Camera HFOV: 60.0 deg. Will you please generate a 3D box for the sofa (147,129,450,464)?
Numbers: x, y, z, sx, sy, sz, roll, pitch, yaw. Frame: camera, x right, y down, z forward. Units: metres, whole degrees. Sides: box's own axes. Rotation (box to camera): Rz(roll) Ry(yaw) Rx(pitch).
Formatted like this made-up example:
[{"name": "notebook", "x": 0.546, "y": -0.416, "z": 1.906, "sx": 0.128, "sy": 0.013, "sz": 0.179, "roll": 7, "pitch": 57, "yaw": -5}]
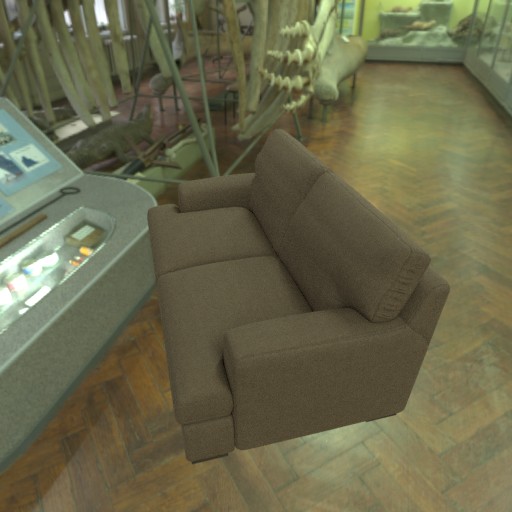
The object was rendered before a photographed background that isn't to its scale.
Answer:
[{"name": "sofa", "x": 0.000, "y": 0.000, "z": 2.516, "sx": 1.140, "sy": 0.950, "sz": 1.869, "roll": -8, "pitch": 32, "yaw": -13}]
